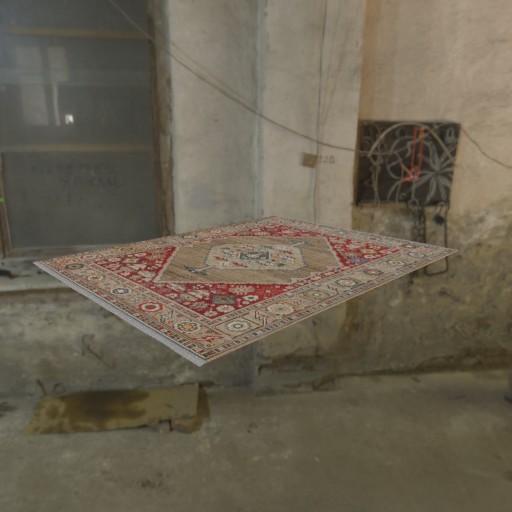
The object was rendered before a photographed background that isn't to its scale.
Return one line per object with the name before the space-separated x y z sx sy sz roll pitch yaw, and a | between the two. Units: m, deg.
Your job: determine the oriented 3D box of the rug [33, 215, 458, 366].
rug | 0.000 0.000 4.103 3.143 0.008 2.451 -15 22 -42
